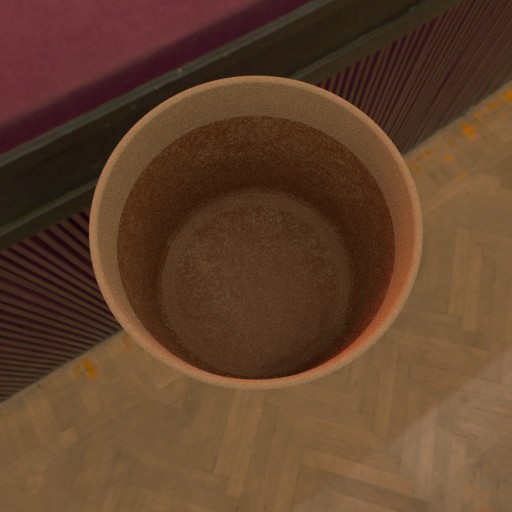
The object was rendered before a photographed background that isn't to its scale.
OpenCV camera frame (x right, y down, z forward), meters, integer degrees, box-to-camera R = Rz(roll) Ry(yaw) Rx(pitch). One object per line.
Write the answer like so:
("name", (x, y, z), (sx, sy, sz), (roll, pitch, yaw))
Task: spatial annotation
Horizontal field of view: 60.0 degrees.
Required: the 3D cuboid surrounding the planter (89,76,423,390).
("planter", (0.000, 0.000, 0.276), (0.159, 0.138, 0.159), (0, 74, 0))
